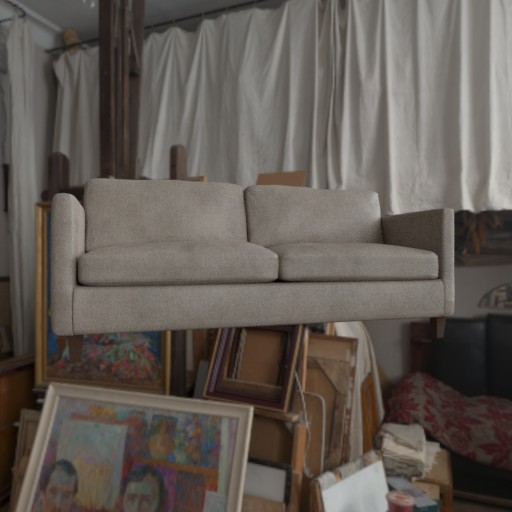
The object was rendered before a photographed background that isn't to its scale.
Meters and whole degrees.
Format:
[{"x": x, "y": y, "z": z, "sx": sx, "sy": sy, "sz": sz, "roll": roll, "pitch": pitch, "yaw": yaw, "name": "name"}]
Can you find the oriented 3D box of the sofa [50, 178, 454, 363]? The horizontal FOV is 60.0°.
[{"x": 0.000, "y": 0.000, "z": 2.715, "sx": 2.208, "sy": 0.965, "sz": 0.951, "roll": 0, "pitch": 0, "yaw": -17, "name": "sofa"}]
